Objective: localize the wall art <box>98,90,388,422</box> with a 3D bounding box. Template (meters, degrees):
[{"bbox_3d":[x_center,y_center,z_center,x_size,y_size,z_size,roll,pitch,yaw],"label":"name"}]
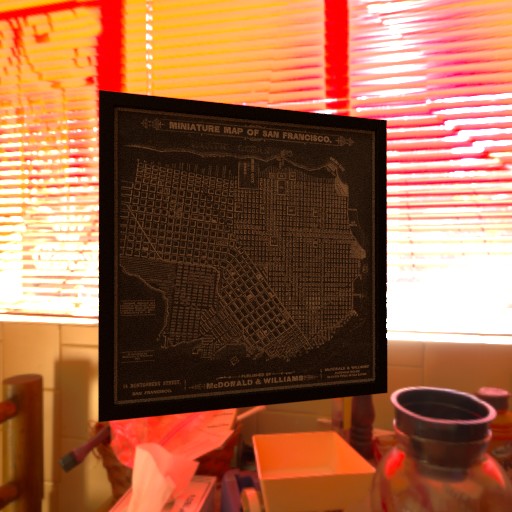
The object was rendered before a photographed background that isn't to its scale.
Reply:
[{"bbox_3d":[0.000,0.000,0.683,0.457,0.458,0.012,0,0,-17],"label":"wall art"}]
